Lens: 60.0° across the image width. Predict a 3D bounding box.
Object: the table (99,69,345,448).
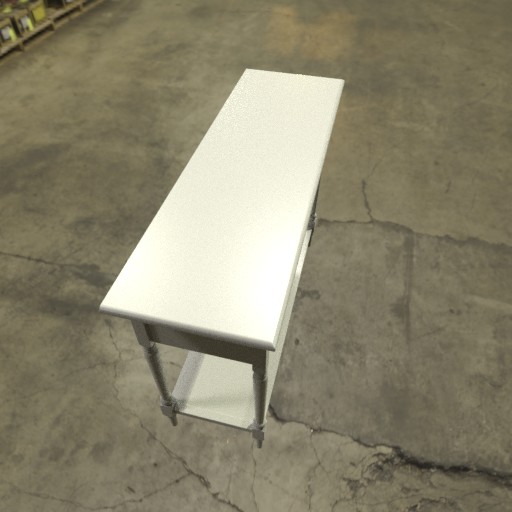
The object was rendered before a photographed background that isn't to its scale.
[{"bbox_3d":[0.000,0.000,1.590,0.384,0.808,1.197,11,48,10],"label":"table"}]
